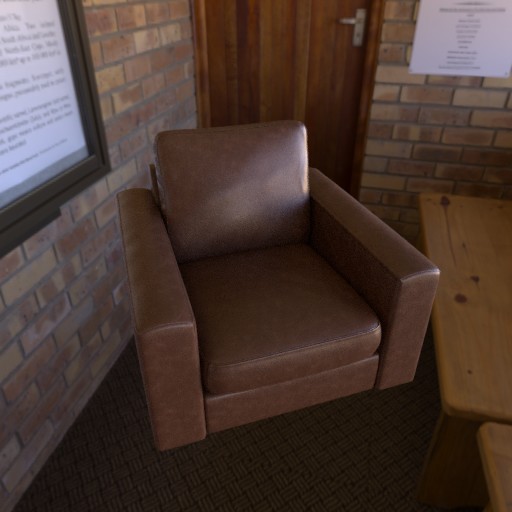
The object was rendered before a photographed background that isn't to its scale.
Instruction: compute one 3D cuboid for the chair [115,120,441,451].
[{"bbox_3d":[0.000,0.000,1.771,1.005,0.873,1.016,-10,33,-15],"label":"chair"}]
